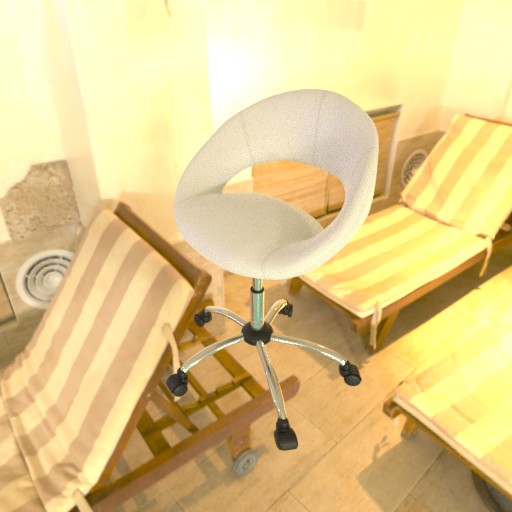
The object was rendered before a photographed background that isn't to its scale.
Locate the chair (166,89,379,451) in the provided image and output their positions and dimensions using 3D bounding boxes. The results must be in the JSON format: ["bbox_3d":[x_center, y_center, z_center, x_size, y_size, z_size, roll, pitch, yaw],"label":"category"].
[{"bbox_3d":[0.000,0.000,1.179,0.538,0.791,0.612,-21,37,-32],"label":"chair"}]
